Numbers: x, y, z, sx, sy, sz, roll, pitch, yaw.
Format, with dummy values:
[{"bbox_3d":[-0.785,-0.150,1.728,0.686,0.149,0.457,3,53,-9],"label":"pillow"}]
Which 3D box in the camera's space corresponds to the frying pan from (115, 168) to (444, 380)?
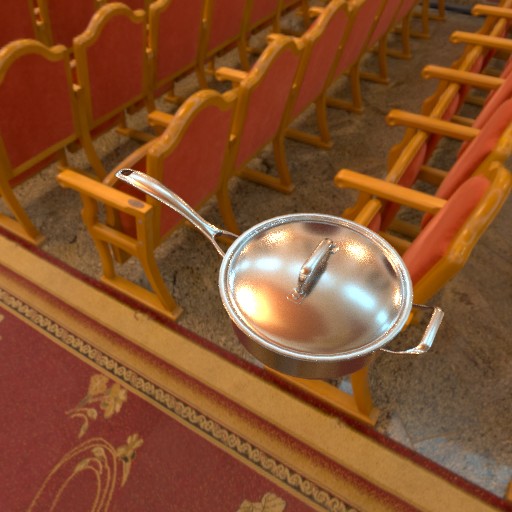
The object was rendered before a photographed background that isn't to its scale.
[{"bbox_3d":[0.000,0.000,0.609,0.492,0.111,0.245,25,51,22],"label":"frying pan"}]
